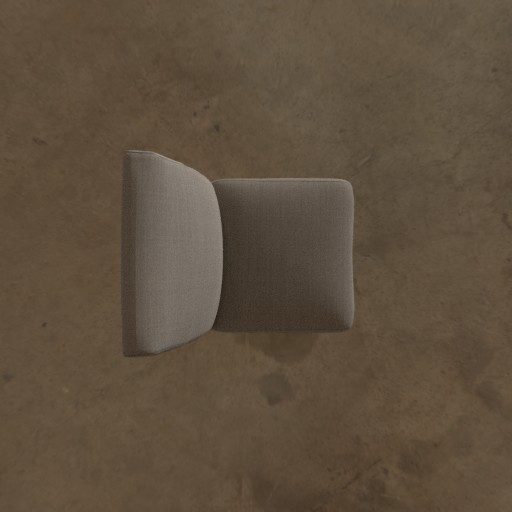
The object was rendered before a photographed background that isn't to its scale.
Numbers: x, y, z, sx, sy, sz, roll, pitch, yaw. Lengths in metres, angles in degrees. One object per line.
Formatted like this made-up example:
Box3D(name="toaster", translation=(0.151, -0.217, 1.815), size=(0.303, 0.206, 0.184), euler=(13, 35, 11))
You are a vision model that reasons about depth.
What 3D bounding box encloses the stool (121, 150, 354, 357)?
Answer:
Box3D(name="stool", translation=(0.000, 0.000, 1.424), size=(0.570, 1.112, 0.483), euler=(0, 90, -1))
